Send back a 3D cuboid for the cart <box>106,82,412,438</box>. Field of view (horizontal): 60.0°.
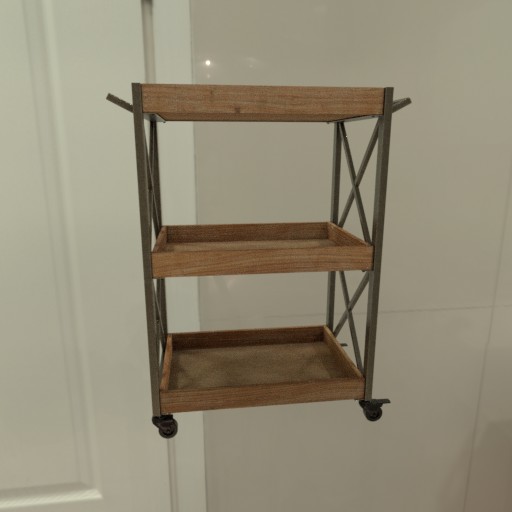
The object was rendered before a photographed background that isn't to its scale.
[{"bbox_3d":[0.000,0.000,1.212,0.673,0.835,0.377,-2,14,-7],"label":"cart"}]
